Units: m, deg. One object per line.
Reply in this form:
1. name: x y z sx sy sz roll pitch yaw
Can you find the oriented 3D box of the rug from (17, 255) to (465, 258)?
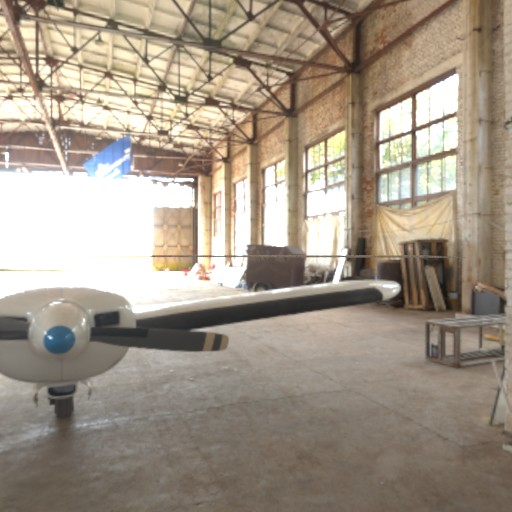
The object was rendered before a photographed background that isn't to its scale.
1. rug: 0.000 0.000 2.100 1.634 0.003 1.190 0 0 17
